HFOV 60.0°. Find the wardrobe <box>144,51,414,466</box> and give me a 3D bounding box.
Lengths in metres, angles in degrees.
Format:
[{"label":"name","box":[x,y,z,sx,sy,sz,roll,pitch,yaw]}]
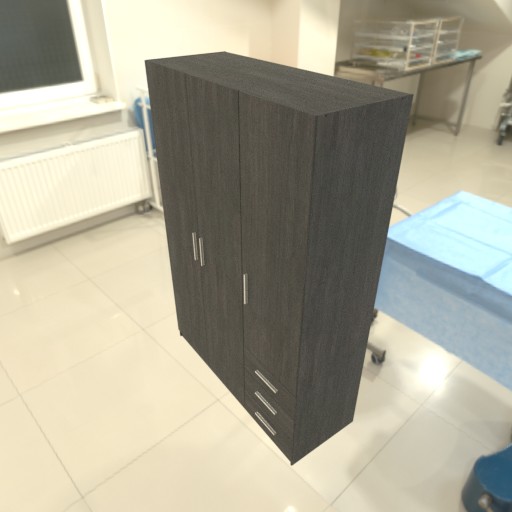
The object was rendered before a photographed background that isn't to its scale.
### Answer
[{"label":"wardrobe","box":[0.000,0.000,2.479,0.510,1.910,1.290,-22,39,-30]}]
